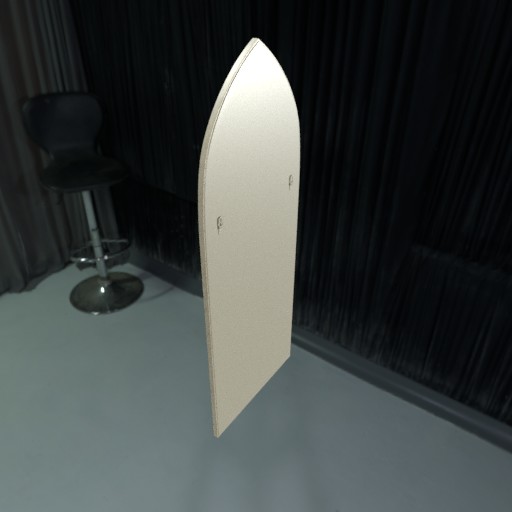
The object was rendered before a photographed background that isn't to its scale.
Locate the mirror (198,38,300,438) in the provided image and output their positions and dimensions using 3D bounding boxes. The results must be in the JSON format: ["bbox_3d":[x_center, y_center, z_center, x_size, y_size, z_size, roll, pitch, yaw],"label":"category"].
[{"bbox_3d":[0.000,0.000,1.327,0.025,1.175,0.464,20,37,29],"label":"mirror"}]
